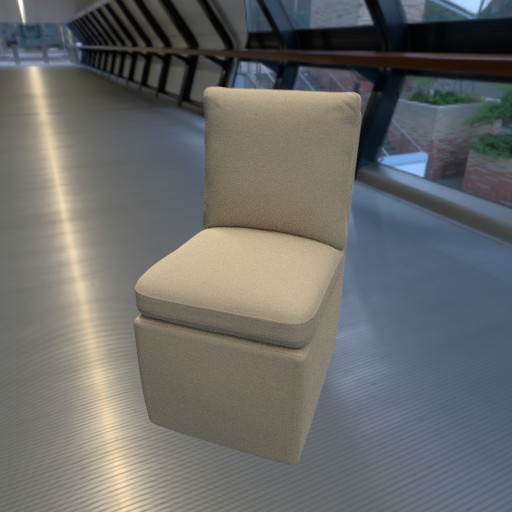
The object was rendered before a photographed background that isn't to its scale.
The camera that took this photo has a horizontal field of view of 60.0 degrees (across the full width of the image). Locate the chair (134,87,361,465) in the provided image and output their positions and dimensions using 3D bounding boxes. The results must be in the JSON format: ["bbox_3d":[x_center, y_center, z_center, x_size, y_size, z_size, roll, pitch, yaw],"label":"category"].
[{"bbox_3d":[0.000,0.000,1.364,0.503,0.927,0.698,9,28,17],"label":"chair"}]
